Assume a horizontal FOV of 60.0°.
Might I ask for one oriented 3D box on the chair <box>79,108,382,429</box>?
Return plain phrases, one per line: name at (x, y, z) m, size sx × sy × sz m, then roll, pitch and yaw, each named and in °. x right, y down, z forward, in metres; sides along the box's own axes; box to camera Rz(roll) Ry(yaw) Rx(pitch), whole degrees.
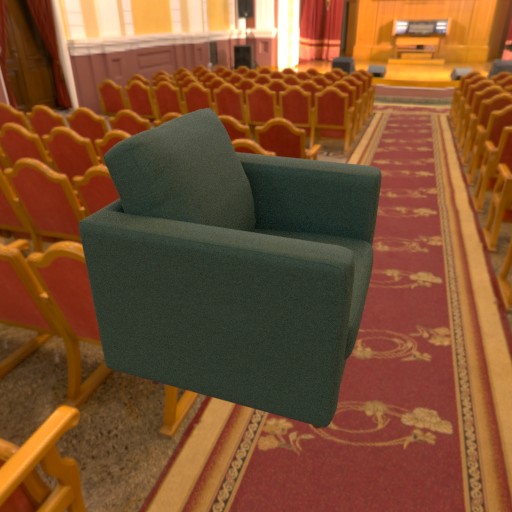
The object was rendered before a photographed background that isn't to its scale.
chair at (0.000, 0.000, 1.592) m, size 0.800 × 0.927 × 0.855 m, roll 9°, pitch 30°, yaw 17°
